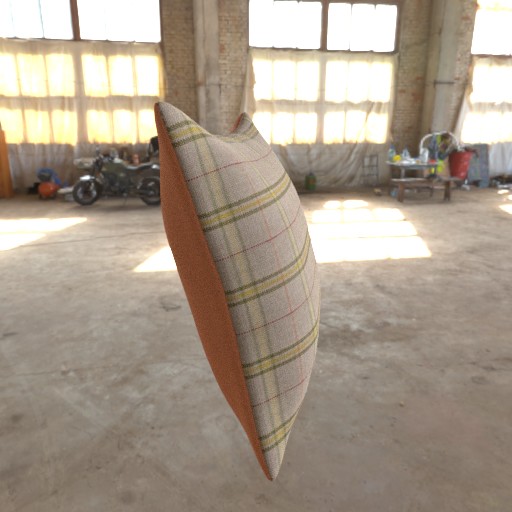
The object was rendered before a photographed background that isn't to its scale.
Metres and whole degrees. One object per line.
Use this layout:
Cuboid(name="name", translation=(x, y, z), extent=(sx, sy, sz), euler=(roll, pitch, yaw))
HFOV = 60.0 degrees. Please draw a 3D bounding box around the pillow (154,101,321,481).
Cuboid(name="pillow", translation=(0.000, 0.000, 0.677), extent=(0.200, 0.430, 0.453), euler=(3, 17, 9))
